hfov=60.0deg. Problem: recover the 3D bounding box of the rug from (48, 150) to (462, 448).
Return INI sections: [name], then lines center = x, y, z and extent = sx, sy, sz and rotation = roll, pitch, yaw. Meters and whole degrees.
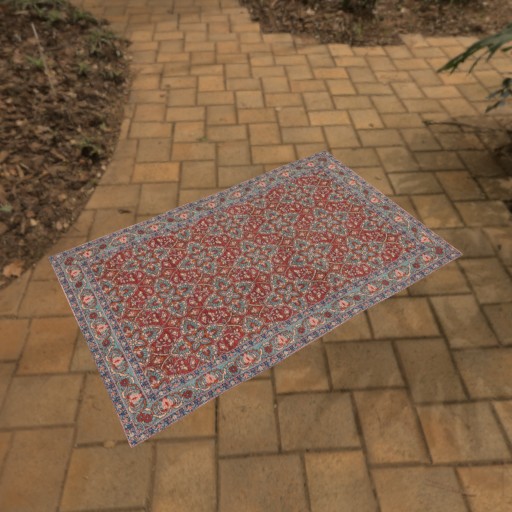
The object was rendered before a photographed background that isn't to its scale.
[rug]
center = 0.000, 0.000, 3.073
extent = 2.439, 0.011, 1.533
rotation = -25, 52, -22
